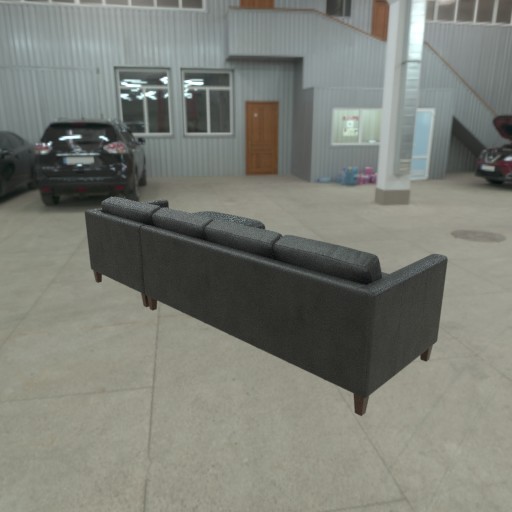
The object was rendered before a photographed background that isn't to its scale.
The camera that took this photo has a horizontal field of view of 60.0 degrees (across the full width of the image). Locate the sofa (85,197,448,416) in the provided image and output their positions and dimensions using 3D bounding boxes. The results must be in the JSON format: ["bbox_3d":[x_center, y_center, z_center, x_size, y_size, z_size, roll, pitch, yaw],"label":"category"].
[{"bbox_3d":[0.000,0.000,3.910,3.203,0.883,1.581,16,23,42],"label":"sofa"}]
